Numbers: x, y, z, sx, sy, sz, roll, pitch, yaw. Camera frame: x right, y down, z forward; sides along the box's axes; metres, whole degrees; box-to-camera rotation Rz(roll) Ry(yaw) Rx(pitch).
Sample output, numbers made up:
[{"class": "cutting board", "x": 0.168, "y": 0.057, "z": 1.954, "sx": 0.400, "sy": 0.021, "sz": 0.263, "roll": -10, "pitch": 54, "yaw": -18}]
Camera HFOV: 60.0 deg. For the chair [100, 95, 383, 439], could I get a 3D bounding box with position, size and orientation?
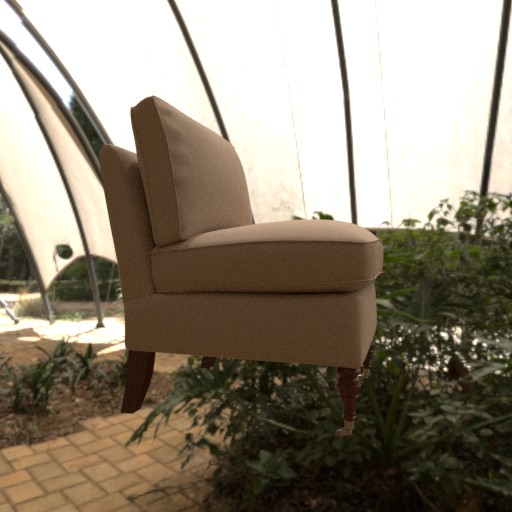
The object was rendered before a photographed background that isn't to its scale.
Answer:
[{"class": "chair", "x": 0.000, "y": 0.000, "z": 1.684, "sx": 0.912, "sy": 1.052, "sz": 0.724, "roll": 0, "pitch": 0, "yaw": 18}]
